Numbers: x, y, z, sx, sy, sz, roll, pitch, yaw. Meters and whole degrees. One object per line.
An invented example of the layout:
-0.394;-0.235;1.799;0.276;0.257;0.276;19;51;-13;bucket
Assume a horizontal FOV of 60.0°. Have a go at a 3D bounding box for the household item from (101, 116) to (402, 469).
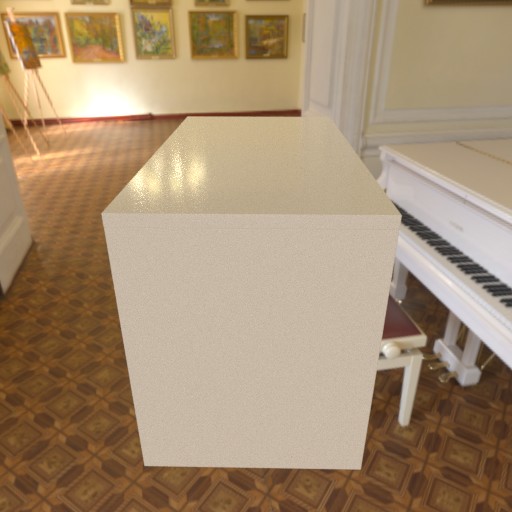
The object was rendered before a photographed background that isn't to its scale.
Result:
0.000;0.000;1.539;0.597;0.749;1.100;0;27;1;household item
